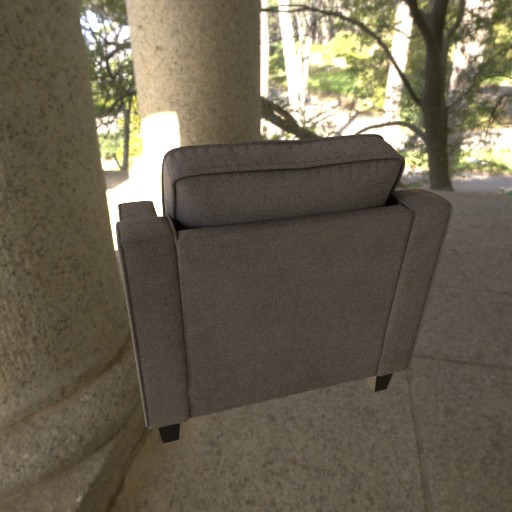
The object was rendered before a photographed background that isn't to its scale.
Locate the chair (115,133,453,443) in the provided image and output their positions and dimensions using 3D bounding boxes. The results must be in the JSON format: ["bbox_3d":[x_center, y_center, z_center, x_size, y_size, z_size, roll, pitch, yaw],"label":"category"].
[{"bbox_3d":[0.000,0.000,1.621,0.926,0.944,0.840,-8,28,-15],"label":"chair"}]
